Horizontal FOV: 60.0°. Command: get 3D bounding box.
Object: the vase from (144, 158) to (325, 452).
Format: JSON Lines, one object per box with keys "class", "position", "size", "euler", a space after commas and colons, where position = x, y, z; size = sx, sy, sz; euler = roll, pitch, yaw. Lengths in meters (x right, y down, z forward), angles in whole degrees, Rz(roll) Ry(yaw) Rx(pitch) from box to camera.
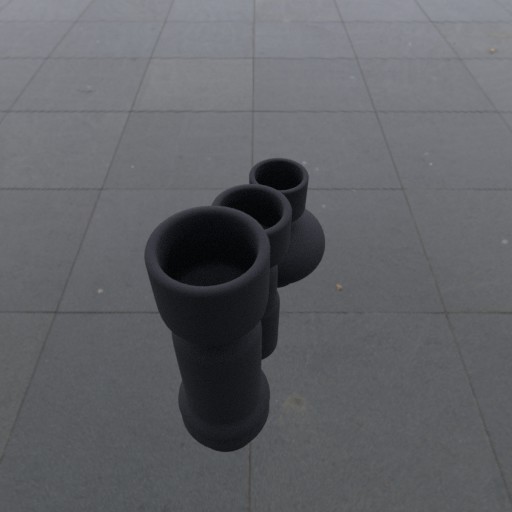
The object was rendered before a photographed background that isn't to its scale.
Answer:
{"class": "vase", "position": [0.000, 0.000, 0.428], "size": [0.120, 0.249, 0.307], "euler": [11, 48, 10]}
